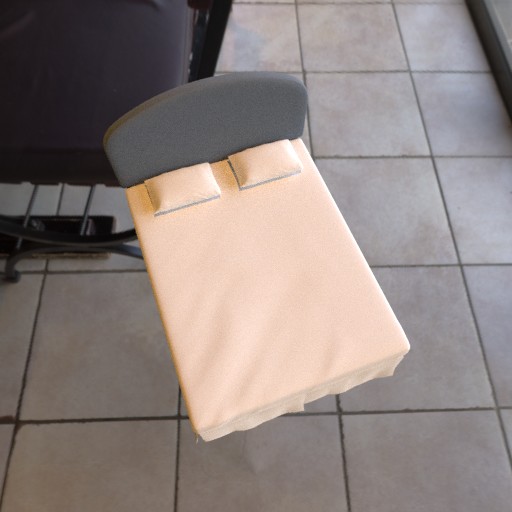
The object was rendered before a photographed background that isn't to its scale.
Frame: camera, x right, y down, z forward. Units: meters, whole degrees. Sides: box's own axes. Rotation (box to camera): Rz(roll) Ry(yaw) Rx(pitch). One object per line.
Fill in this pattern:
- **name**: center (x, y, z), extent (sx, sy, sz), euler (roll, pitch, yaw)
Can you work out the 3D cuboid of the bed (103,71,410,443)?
- **bed**: center (0.000, 0.000, 3.083), extent (1.607, 1.410, 2.005), euler (-18, 65, -9)
